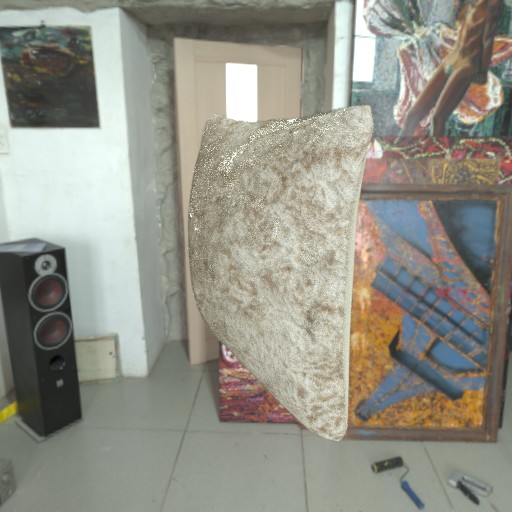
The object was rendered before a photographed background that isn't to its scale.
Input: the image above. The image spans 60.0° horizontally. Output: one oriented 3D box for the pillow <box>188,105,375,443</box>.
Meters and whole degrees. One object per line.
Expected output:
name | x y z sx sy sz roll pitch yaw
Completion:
pillow | 0.000 0.000 0.827 0.216 0.525 0.538 -8 18 -26
